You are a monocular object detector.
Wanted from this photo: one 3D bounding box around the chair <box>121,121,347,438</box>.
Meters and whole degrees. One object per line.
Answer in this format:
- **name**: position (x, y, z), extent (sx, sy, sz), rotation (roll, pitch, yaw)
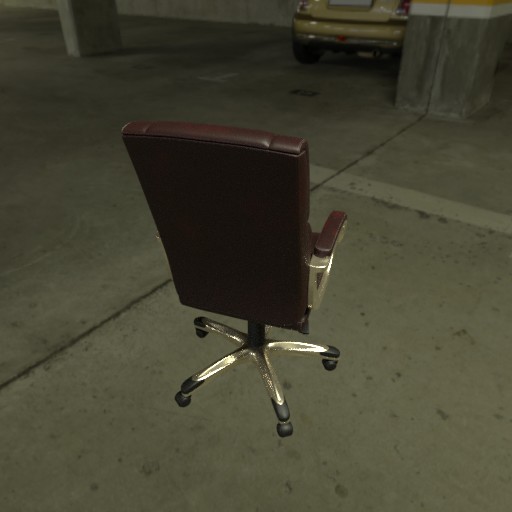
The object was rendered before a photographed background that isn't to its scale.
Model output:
- **chair**: position (0.000, 0.000, 1.581), extent (0.662, 1.107, 0.739), rotation (10, 34, 16)
